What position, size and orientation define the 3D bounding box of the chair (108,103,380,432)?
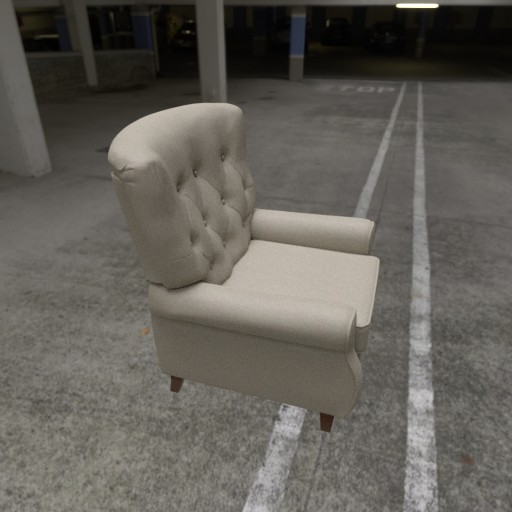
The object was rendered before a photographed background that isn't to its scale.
[{"bbox_3d":[0.000,0.000,1.938,1.059,1.158,0.943,9,31,16],"label":"chair"}]
